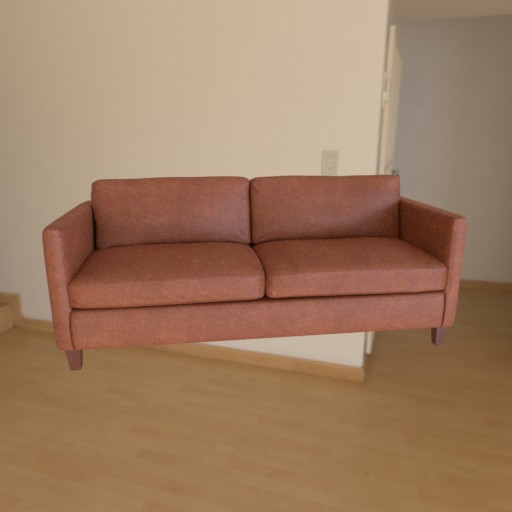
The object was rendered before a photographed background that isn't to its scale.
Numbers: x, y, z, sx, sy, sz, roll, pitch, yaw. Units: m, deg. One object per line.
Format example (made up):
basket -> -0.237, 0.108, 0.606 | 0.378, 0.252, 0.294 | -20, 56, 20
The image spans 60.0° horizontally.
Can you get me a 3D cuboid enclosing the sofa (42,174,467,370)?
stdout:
sofa -> 0.000, 0.000, 2.741 | 2.204, 0.932, 0.950 | -2, 16, -8
